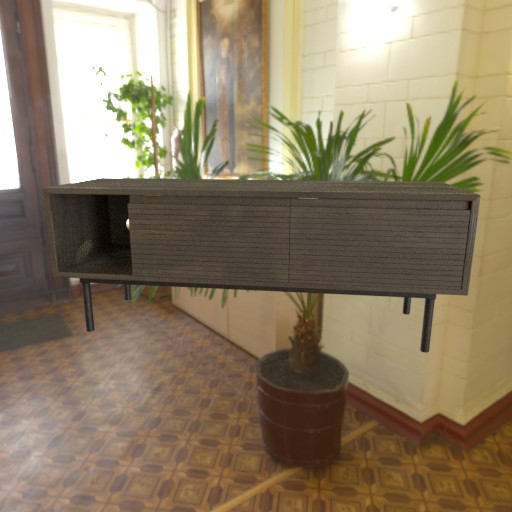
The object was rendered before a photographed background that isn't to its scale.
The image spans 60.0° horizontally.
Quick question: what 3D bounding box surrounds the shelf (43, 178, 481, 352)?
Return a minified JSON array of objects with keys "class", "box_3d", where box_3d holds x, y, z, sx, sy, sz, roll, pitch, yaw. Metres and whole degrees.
[{"class":"shelf","box_3d":[0.000,0.000,1.551,1.300,0.495,0.400,2,15,8]}]
